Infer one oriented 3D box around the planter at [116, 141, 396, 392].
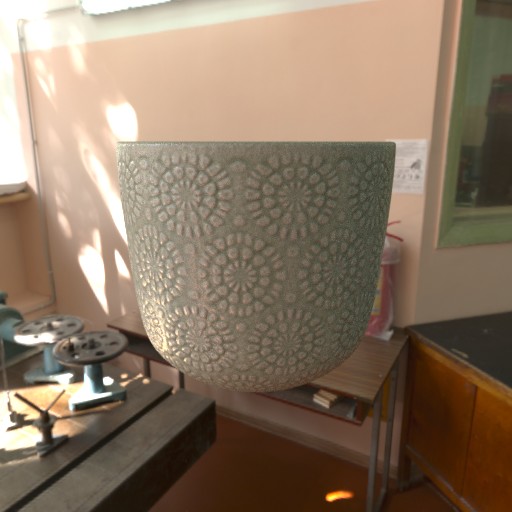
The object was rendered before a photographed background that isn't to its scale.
[{"bbox_3d":[0.000,0.000,0.218,0.124,0.109,0.124,0,14,0],"label":"planter"}]
